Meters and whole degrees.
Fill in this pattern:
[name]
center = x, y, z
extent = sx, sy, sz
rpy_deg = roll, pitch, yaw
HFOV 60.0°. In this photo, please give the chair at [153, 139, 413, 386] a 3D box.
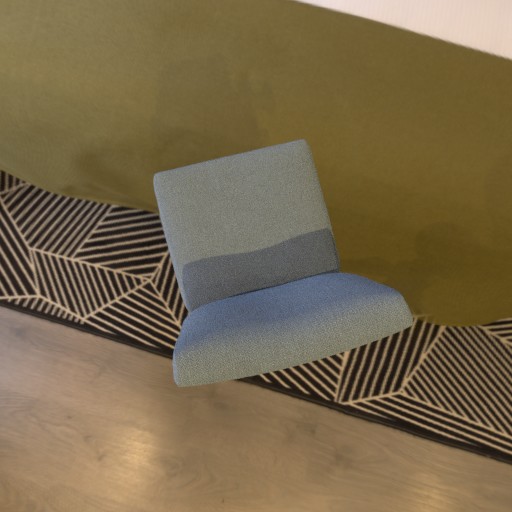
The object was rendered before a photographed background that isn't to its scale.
[chair]
center = 0.000, 0.000, 1.257
extent = 0.487, 0.882, 0.629
rpy_deg = -14, 76, -4
